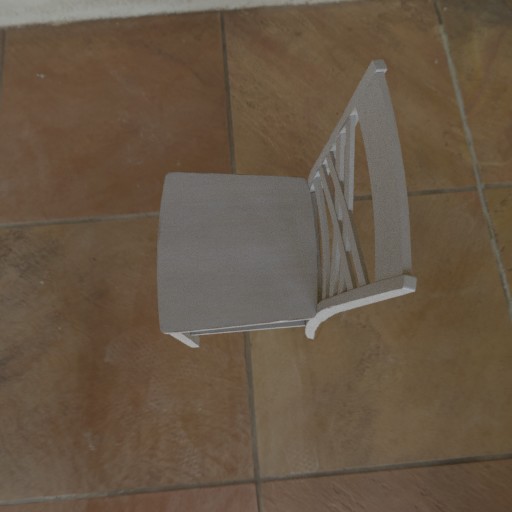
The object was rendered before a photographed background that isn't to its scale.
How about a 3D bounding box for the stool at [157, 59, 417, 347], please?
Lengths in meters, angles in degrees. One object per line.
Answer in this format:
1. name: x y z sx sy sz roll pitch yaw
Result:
1. stool: 0.000 0.000 1.305 0.539 1.079 0.462 -2 73 0
